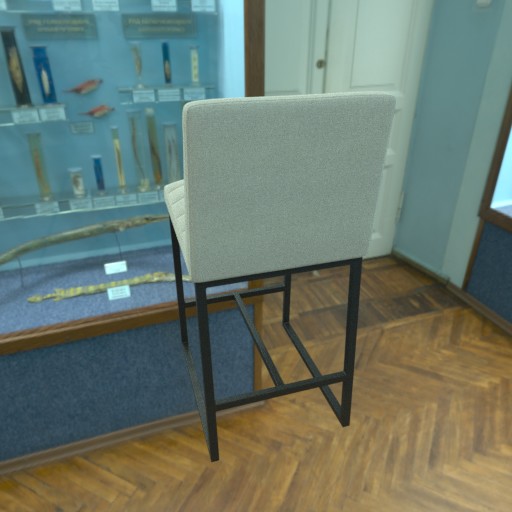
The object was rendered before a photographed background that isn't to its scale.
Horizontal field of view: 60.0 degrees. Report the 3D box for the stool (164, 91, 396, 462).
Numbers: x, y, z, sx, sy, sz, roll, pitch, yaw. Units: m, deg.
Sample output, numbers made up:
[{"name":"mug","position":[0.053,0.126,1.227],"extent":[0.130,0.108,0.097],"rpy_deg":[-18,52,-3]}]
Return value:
[{"name":"stool","position":[0.000,0.000,1.305],"extent":[0.459,0.971,0.567],"rpy_deg":[-8,29,-15]}]
